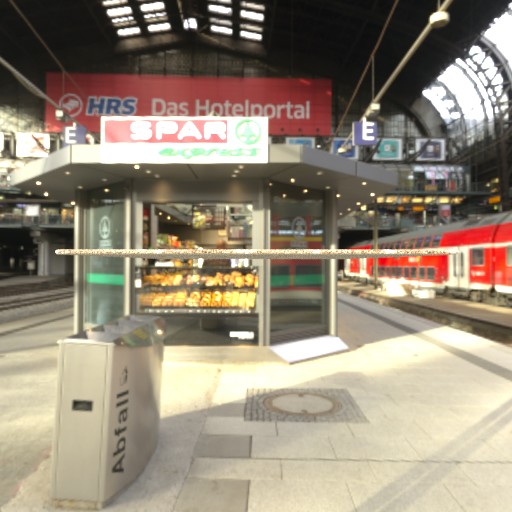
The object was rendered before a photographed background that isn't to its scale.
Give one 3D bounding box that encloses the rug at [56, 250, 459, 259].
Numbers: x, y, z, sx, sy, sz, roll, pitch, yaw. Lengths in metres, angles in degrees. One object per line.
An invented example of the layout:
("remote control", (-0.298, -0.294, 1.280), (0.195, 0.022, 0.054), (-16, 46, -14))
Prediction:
("rug", (0.000, 0.000, 4.173), (2.438, 0.029, 3.047), (0, -1, 0))
